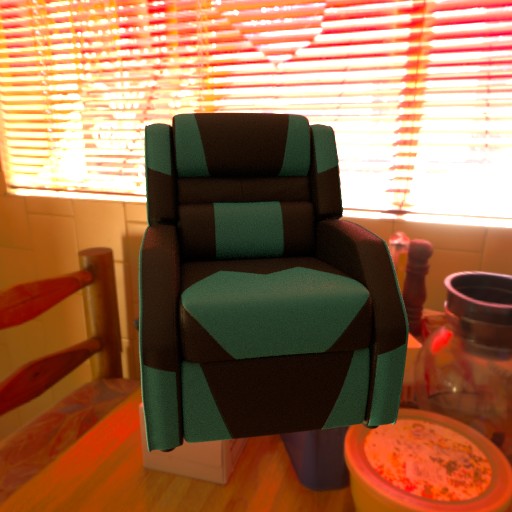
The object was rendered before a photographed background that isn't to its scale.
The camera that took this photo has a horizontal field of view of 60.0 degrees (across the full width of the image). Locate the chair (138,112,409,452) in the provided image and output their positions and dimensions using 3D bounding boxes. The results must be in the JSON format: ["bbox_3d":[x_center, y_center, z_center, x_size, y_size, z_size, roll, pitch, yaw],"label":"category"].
[{"bbox_3d":[0.000,0.000,1.257,0.620,0.805,0.672,-3,15,-9],"label":"chair"}]
